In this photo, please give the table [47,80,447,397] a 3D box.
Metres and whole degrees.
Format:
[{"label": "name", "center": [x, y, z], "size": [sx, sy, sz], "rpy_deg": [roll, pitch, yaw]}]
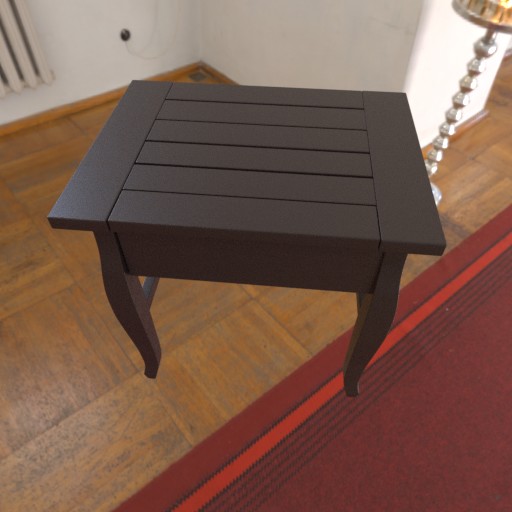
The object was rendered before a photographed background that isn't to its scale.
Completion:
[{"label": "table", "center": [0.000, 0.000, 1.037], "size": [0.602, 0.605, 0.460], "rpy_deg": [4, 47, 4]}]
